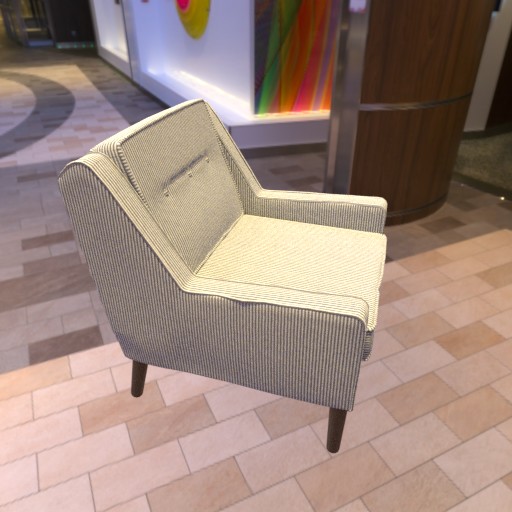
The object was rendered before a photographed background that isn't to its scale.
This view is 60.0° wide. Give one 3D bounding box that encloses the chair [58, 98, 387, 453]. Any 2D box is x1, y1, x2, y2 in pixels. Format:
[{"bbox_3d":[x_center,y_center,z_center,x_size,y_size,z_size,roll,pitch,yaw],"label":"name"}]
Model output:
[{"bbox_3d":[0.000,0.000,1.324,0.743,0.792,0.663,10,33,15],"label":"chair"}]
